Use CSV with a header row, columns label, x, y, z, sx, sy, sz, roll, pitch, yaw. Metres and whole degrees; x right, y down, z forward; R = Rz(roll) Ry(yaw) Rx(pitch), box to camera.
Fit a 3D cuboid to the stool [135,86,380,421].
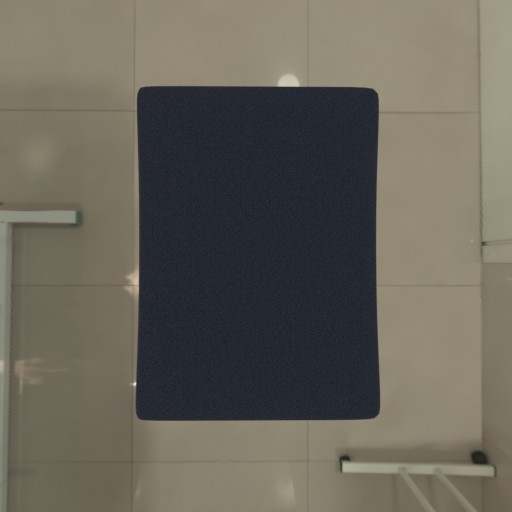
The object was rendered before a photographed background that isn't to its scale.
label,x,y,z,sx,sy,sz,roll,pitch,yaw
stool,0.000,0.000,0.921,0.361,0.642,0.500,0,89,-1
